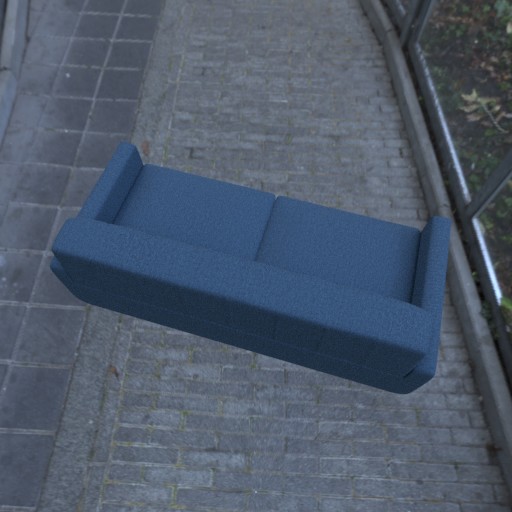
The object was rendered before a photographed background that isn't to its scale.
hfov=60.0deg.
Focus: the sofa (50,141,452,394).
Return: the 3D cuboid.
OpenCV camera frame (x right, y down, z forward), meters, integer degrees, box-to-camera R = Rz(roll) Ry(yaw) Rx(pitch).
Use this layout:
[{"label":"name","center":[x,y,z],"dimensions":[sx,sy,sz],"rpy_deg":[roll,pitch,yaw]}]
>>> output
[{"label":"sofa","center":[0.000,0.000,2.577],"dimensions":[2.055,0.884,0.942],"rpy_deg":[15,63,8]}]
